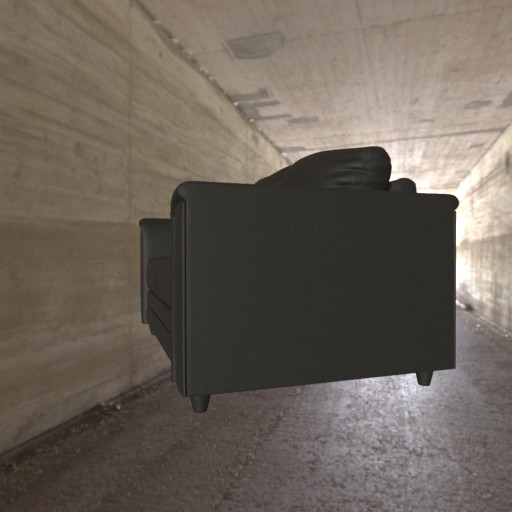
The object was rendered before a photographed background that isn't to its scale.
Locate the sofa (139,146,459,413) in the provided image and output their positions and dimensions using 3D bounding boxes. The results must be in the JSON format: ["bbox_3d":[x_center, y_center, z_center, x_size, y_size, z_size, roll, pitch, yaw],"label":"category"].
[{"bbox_3d":[0.000,0.000,1.904,0.887,0.845,1.386,0,1,-19],"label":"sofa"}]
